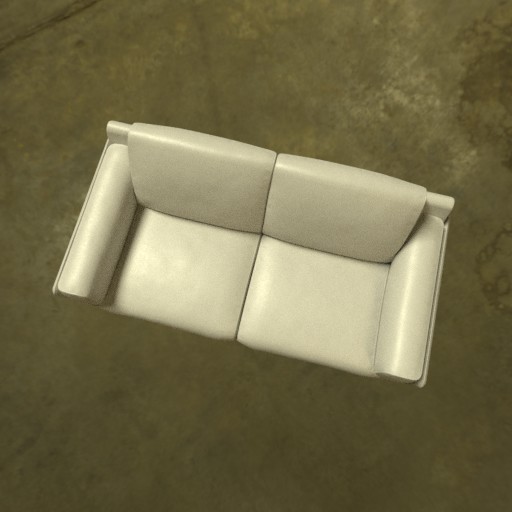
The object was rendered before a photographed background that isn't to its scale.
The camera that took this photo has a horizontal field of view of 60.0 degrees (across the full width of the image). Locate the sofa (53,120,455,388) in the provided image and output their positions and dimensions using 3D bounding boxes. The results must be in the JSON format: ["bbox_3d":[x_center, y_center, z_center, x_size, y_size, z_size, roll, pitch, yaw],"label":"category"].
[{"bbox_3d":[0.000,0.000,2.630,2.101,0.930,1.049,14,76,3],"label":"sofa"}]
